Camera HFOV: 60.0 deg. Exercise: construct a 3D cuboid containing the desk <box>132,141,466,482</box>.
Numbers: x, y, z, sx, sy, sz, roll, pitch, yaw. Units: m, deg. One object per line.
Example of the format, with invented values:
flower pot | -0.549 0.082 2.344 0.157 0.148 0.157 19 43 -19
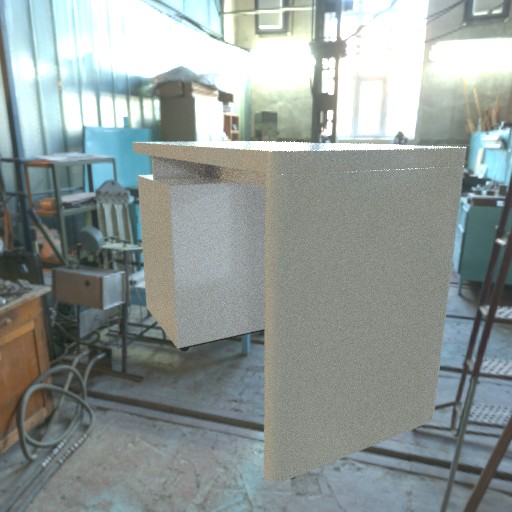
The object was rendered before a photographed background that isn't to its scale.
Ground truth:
desk | 0.000 0.000 1.550 0.550 0.760 1.200 -8 17 -27
